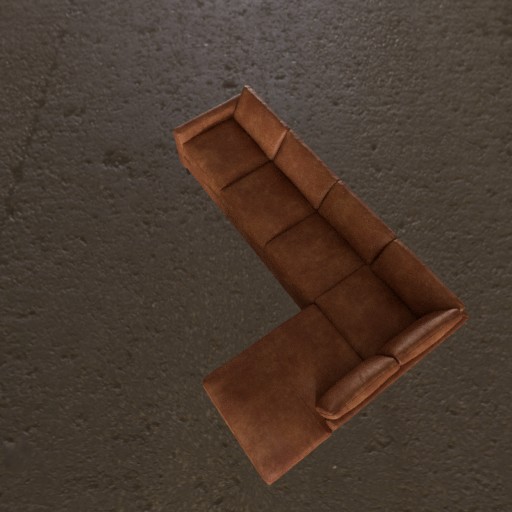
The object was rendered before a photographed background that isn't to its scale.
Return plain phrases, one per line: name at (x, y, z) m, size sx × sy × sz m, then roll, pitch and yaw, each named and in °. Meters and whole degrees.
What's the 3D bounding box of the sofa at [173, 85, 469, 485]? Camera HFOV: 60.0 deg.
sofa at (0.000, 0.000, 3.837) m, size 1.938 × 0.877 × 2.984 m, roll -33°, pitch 68°, yaw -15°
